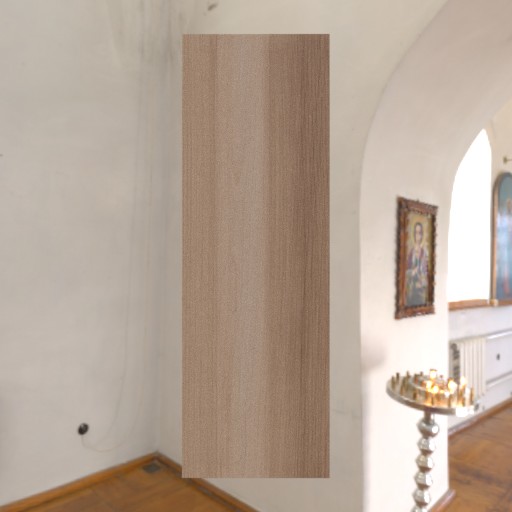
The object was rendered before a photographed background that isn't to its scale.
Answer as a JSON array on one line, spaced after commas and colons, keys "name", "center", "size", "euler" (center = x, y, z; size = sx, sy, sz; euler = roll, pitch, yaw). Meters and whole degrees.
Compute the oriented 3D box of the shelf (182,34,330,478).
[{"name": "shelf", "center": [0.000, 0.000, 1.015], "size": [0.290, 0.872, 0.290], "euler": [0, 0, 0]}]
